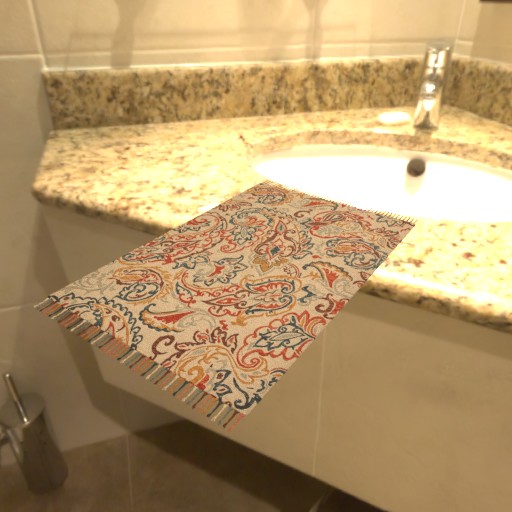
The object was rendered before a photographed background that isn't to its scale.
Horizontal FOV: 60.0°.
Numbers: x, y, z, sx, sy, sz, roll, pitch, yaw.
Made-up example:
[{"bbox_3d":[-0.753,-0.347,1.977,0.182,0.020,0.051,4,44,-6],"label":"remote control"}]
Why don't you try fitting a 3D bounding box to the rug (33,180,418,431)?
[{"bbox_3d":[0.000,0.000,2.507,1.218,0.010,1.997,20,37,30],"label":"rug"}]
